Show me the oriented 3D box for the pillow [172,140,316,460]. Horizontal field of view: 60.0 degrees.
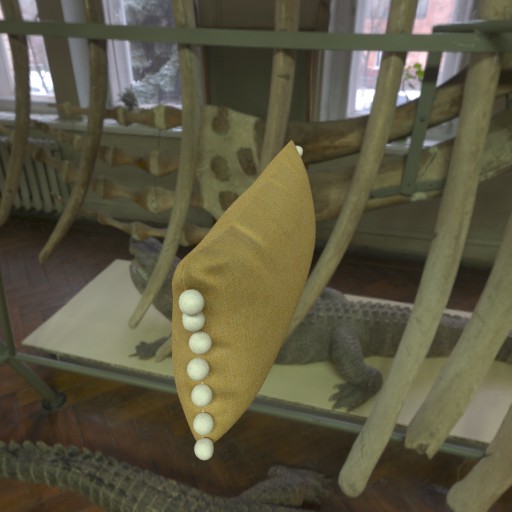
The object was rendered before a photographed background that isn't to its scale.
[{"bbox_3d":[0.000,0.000,0.852,0.201,0.322,0.709,7,29,13],"label":"pillow"}]
